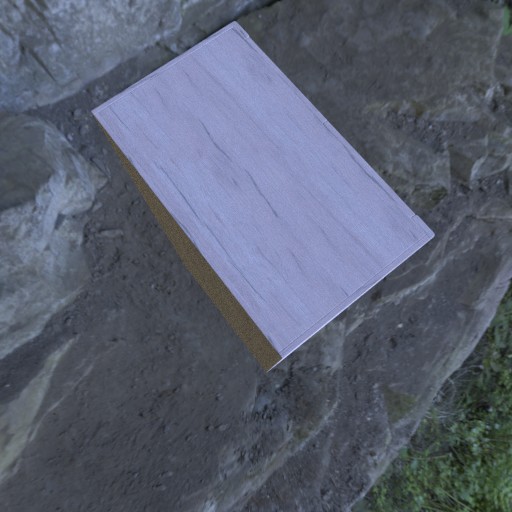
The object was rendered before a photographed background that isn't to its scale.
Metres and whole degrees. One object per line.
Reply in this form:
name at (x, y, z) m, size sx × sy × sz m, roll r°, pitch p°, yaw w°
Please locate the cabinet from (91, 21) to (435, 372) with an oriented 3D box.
cabinet at (0.000, 0.000, 2.289) m, size 0.580 × 1.930 × 0.980 m, roll -37°, pitch 77°, yaw -10°
